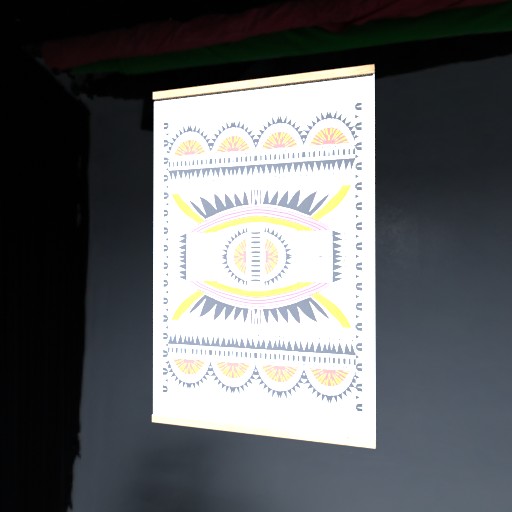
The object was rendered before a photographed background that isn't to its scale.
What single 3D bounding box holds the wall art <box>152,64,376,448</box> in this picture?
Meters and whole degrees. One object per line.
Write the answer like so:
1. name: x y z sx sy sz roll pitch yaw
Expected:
1. wall art: 0.000 0.000 1.928 0.999 1.533 0.028 0 -1 17
